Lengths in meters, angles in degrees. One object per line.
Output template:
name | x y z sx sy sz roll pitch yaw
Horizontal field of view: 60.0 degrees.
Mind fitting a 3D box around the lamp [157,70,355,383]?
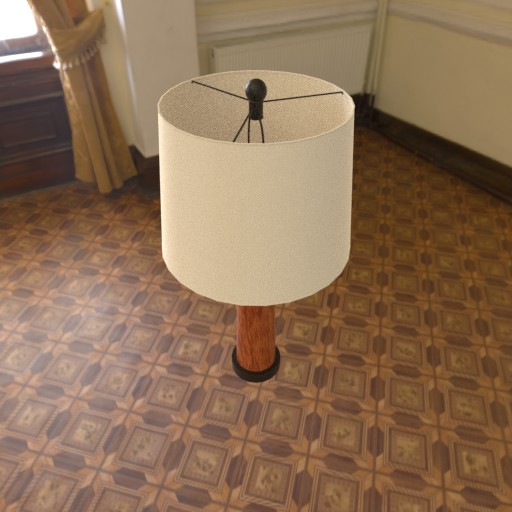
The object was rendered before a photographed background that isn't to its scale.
lamp | 0.000 0.000 0.856 0.349 0.667 0.349 0 40 0
